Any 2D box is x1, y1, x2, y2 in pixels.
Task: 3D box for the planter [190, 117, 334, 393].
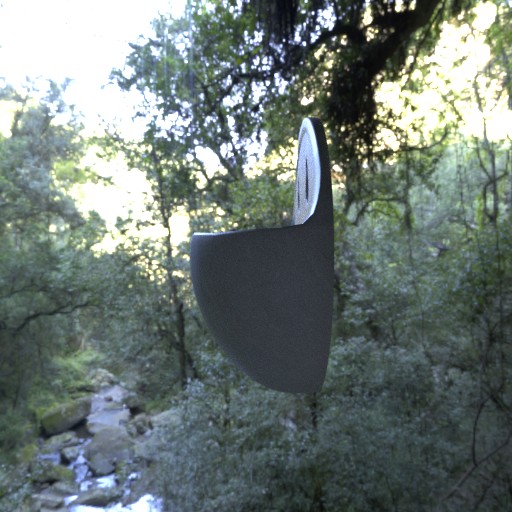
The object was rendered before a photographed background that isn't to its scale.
[{"bbox_3d":[0.000,0.000,0.279,0.073,0.164,0.190,0,0,1],"label":"planter"}]
